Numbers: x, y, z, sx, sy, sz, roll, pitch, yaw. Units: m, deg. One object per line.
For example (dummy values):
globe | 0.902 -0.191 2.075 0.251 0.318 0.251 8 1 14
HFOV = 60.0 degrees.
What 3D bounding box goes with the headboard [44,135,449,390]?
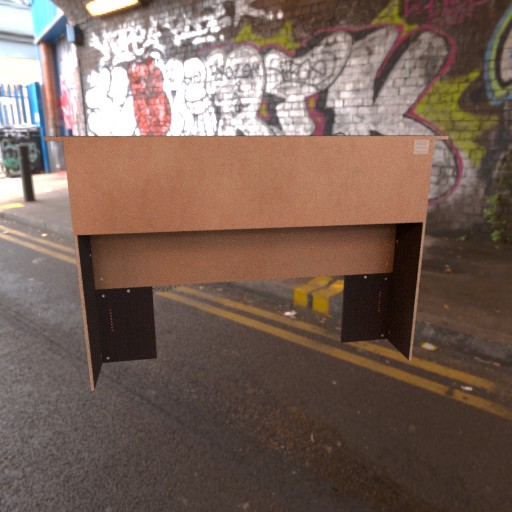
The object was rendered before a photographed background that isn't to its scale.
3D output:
headboard | 0.000 0.000 2.086 1.671 1.092 0.279 -3 16 -10
